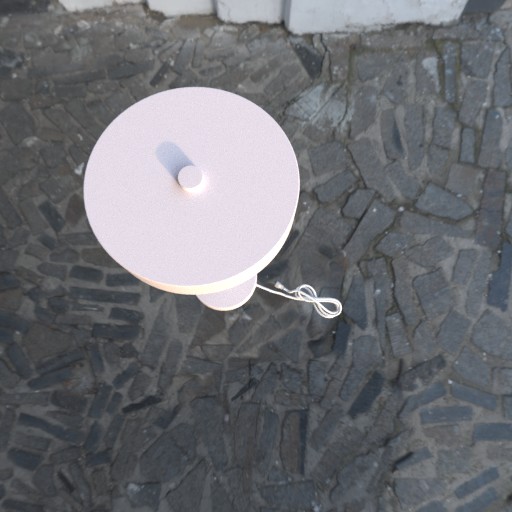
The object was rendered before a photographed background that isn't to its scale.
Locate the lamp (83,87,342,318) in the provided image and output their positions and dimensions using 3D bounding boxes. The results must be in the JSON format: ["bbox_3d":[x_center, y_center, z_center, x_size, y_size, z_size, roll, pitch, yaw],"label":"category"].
[{"bbox_3d":[0.000,0.000,0.701,0.369,0.508,0.229,14,76,4],"label":"lamp"}]
